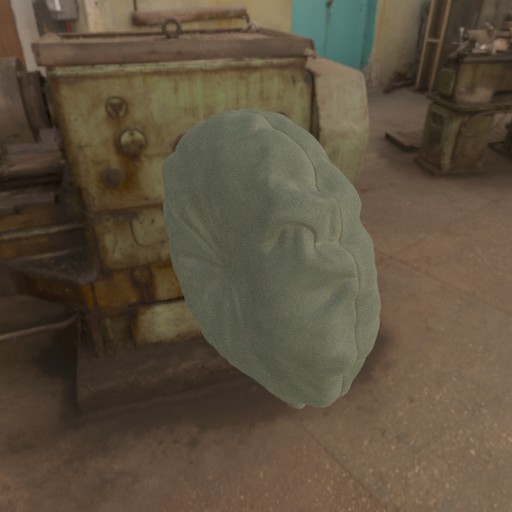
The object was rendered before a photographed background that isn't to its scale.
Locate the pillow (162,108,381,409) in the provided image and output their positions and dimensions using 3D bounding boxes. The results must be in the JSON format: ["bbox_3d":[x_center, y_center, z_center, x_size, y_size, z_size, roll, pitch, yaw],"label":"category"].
[{"bbox_3d":[0.000,0.000,0.645,0.148,0.407,0.428,-21,37,-30],"label":"pillow"}]
